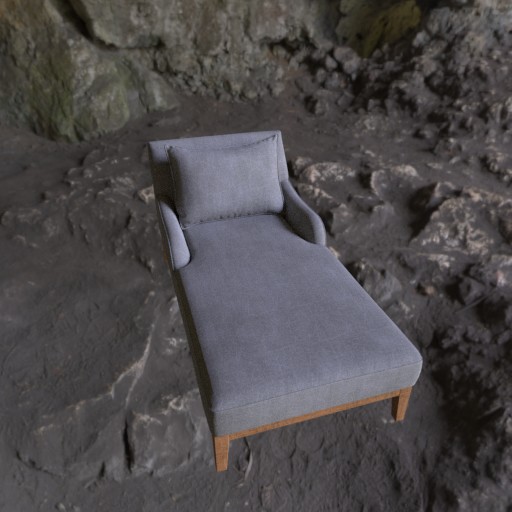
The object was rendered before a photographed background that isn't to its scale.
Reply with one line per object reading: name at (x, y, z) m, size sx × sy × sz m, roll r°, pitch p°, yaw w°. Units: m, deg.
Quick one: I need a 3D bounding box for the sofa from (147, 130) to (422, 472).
sofa at (0.000, 0.000, 2.353) m, size 0.894 × 0.859 × 1.779 m, roll -9°, pitch 33°, yaw -14°
